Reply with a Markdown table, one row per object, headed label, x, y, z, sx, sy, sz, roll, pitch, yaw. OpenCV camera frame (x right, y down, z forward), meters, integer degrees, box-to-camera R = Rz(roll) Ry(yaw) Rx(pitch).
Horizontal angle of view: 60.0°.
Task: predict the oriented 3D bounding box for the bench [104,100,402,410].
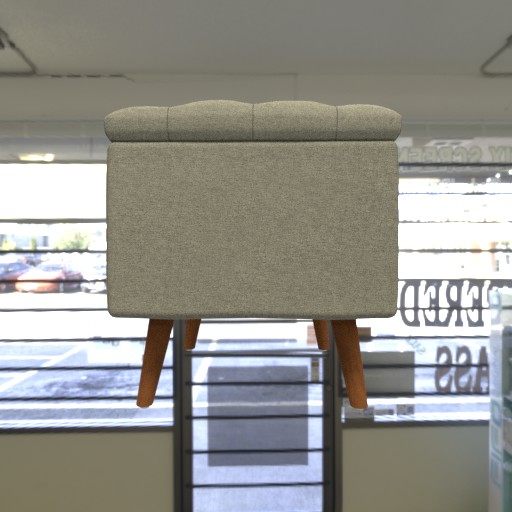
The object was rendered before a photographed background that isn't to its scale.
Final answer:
| label | x | y | z | sx | sy | sz | roll | pitch | yaw |
| --- | --- | --- | --- | --- | --- | --- | --- | --- | --- |
| bench | 0.000 | 0.000 | 0.889 | 0.417 | 0.469 | 0.572 | 0 | 0 | 1 |
